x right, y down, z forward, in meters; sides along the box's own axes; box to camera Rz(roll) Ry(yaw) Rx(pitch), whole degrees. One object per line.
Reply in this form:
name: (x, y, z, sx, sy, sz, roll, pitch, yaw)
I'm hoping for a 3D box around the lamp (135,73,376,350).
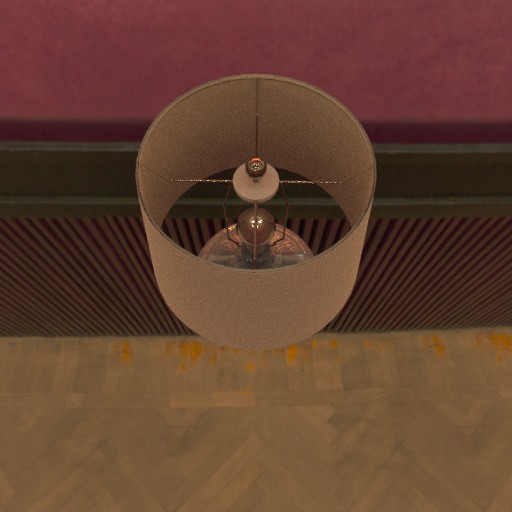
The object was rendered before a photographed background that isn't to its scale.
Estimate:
lamp: (0.000, 0.000, 0.554, 0.247, 0.387, 0.247, 0, 65, 0)
